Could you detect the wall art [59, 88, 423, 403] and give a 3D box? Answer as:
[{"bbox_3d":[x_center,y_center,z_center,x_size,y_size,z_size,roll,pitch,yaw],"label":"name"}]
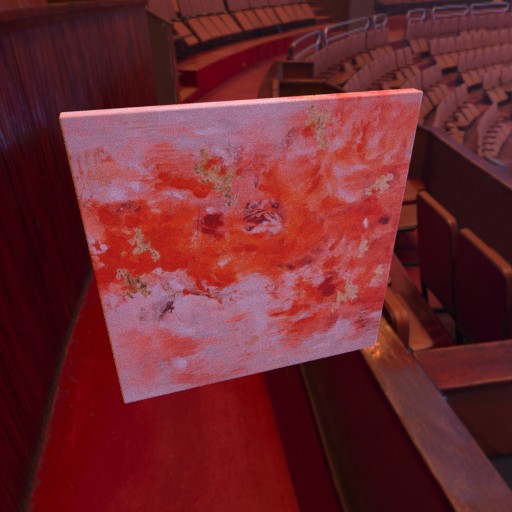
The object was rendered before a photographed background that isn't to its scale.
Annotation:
[{"bbox_3d":[0.000,0.000,1.095,0.747,0.746,0.064,-9,33,-15],"label":"wall art"}]
